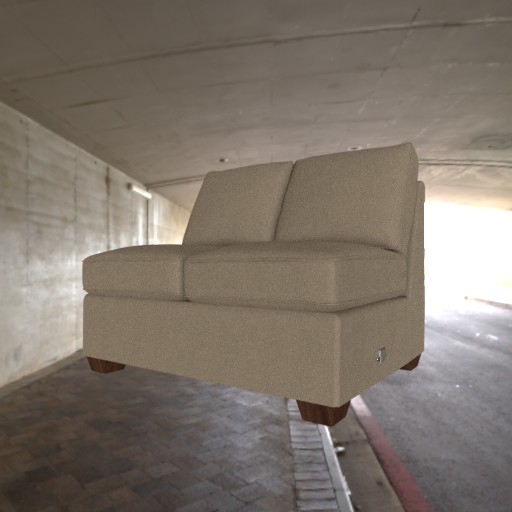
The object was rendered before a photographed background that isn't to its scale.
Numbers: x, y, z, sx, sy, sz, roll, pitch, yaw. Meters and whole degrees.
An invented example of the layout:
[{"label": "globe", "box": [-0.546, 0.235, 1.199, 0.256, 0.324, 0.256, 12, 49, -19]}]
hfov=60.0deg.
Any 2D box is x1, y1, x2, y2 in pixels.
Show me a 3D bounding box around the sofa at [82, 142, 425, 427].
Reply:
[{"label": "sofa", "box": [0.000, 0.000, 1.977, 1.232, 1.006, 0.978, 0, 0, 35]}]
